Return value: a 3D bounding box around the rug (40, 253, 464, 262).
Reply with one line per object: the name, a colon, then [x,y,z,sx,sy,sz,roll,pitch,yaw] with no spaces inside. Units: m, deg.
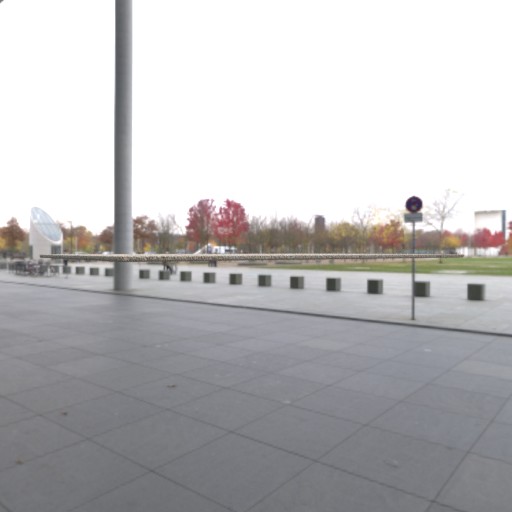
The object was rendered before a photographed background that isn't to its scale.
rug: [0.000,0.000,3.383,2.699,0.025,1.800,0,1,-36]
